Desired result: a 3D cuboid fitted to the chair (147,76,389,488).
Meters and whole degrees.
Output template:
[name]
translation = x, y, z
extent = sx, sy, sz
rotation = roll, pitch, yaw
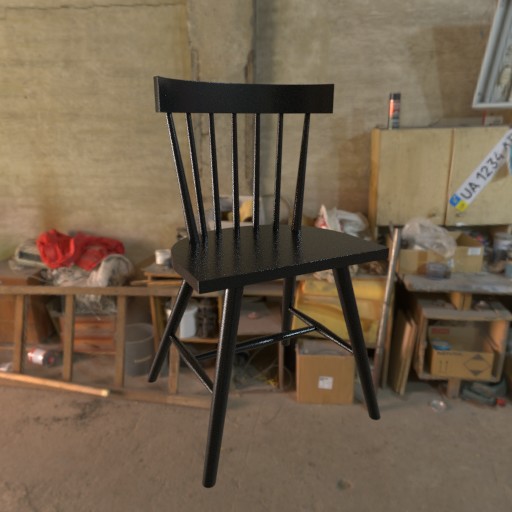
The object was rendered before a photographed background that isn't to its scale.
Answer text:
[chair]
translation = 0.000, 0.000, 1.140
extent = 0.506, 0.844, 0.483
rotation = -9, 19, -27
